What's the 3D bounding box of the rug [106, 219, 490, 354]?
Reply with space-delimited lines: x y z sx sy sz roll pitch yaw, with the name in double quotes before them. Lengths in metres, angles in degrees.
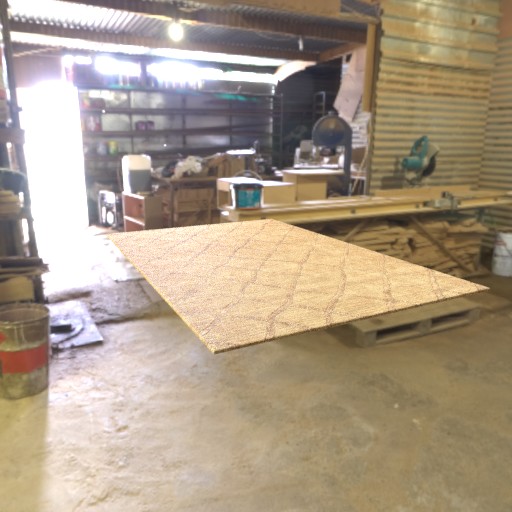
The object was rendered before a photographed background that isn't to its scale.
"rug" 0.000 0.000 2.922 1.528 0.014 2.292 -8 17 -26
